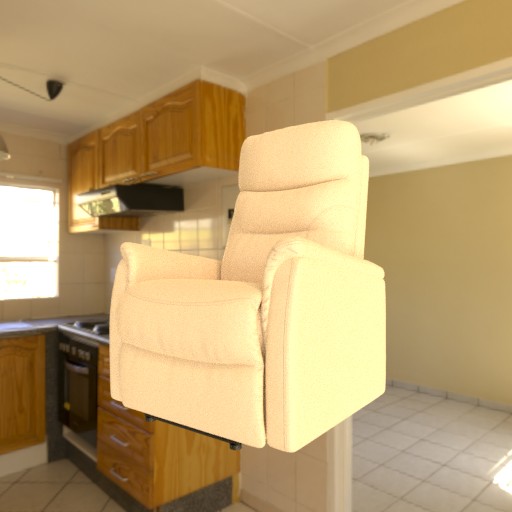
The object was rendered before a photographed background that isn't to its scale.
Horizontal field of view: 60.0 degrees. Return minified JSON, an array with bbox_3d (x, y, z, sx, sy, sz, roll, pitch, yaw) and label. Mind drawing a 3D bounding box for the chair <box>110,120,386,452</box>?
[{"bbox_3d":[0.000,0.000,1.636,0.775,1.082,0.831,0,-1,37],"label":"chair"}]
